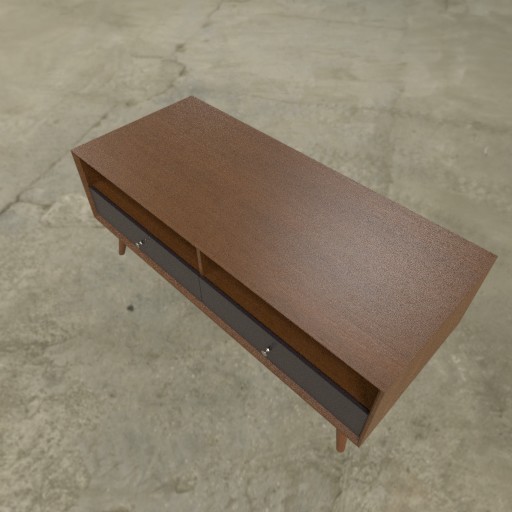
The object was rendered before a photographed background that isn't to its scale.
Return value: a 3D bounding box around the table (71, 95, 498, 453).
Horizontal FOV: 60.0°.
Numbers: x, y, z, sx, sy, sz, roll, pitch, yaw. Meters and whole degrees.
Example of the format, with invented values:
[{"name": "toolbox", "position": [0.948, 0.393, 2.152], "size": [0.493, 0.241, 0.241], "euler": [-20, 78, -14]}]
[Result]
[{"name": "table", "position": [0.000, 0.000, 1.362], "size": [1.119, 0.464, 0.490], "euler": [36, 56, 29]}]
